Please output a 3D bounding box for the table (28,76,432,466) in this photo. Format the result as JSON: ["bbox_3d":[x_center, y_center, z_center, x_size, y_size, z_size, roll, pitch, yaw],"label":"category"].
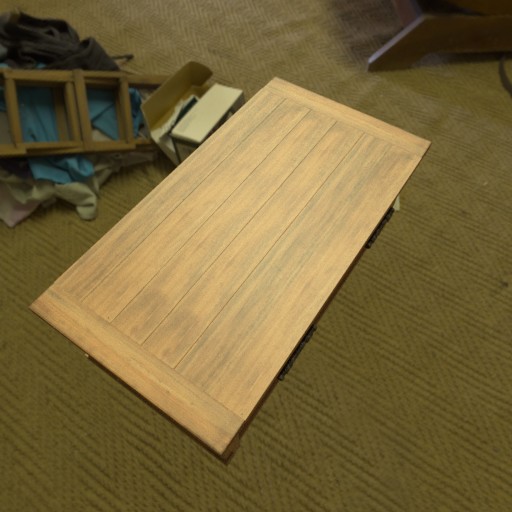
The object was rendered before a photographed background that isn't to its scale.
[{"bbox_3d":[0.000,0.000,1.627,0.693,0.494,1.270,30,62,18],"label":"table"}]
